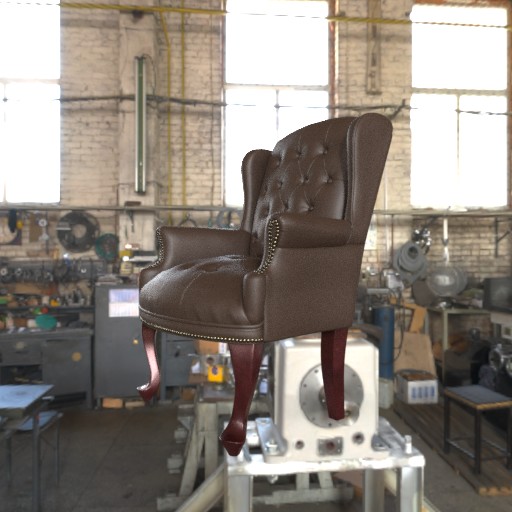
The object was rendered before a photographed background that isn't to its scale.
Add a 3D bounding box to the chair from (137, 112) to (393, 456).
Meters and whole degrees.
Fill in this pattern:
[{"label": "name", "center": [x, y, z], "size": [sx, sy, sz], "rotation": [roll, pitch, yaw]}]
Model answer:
[{"label": "chair", "center": [0.000, 0.000, 1.693], "size": [0.819, 1.132, 0.829], "rotation": [0, 0, -37]}]
